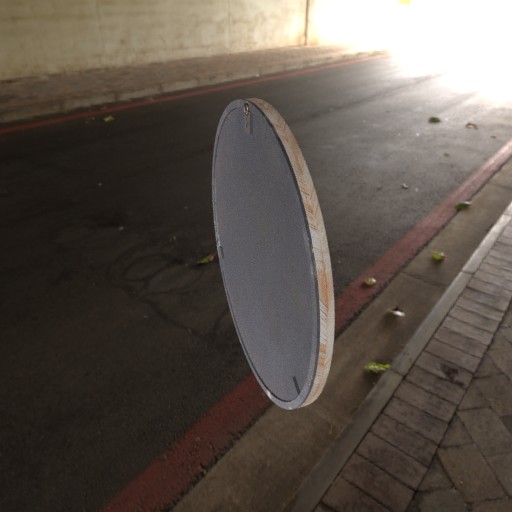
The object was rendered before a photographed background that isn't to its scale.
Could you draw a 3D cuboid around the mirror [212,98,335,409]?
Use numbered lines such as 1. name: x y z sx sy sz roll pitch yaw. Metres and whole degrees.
1. mirror: 0.000 0.000 1.062 0.038 0.710 0.710 -10 31 -17
